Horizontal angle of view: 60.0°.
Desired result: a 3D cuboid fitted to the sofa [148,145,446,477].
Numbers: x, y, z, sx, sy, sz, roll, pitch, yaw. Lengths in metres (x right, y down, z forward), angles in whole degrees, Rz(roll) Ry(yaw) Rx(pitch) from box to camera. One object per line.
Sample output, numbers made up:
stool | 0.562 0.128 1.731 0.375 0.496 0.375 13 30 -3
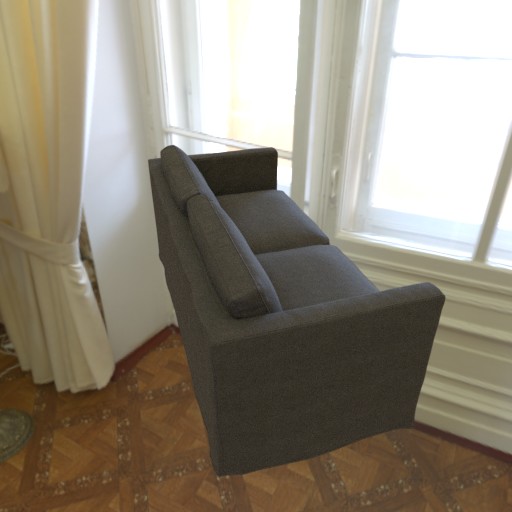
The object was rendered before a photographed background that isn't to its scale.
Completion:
sofa | 0.000 0.000 2.487 0.953 0.855 1.982 -9 32 -15
